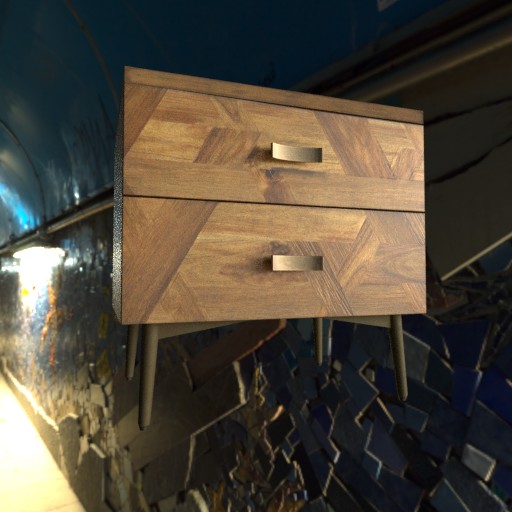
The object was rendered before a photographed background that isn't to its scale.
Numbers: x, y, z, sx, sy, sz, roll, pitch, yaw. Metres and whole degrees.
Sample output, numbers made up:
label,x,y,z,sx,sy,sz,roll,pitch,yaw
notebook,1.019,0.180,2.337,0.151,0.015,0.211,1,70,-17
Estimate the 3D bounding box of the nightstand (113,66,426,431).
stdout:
label,x,y,z,sx,sy,sz,roll,pitch,yaw
nightstand,0.000,0.000,1.018,0.610,0.610,0.458,1,-2,-20
